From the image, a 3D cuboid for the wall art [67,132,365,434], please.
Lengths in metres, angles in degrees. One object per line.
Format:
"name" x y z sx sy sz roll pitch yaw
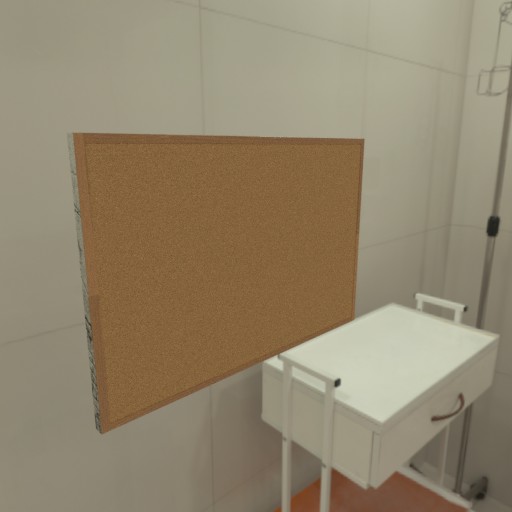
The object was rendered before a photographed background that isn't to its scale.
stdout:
"wall art" 0.000 0.000 1.456 1.141 0.758 0.035 -13 19 -42
